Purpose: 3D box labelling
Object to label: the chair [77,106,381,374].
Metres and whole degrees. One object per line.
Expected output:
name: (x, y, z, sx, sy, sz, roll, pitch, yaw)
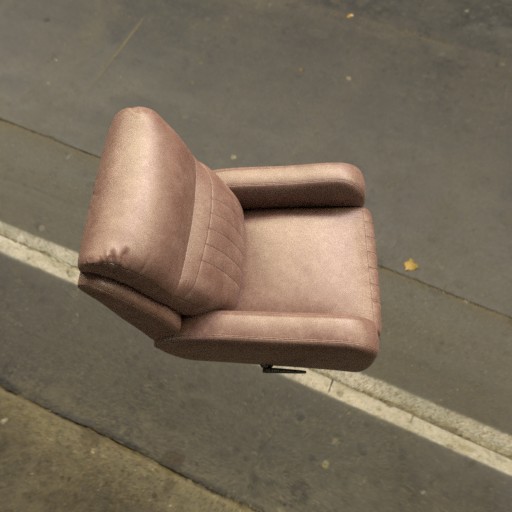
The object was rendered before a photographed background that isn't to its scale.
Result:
chair: (0.000, 0.000, 1.836, 1.067, 1.067, 0.865, 2, 65, 1)
